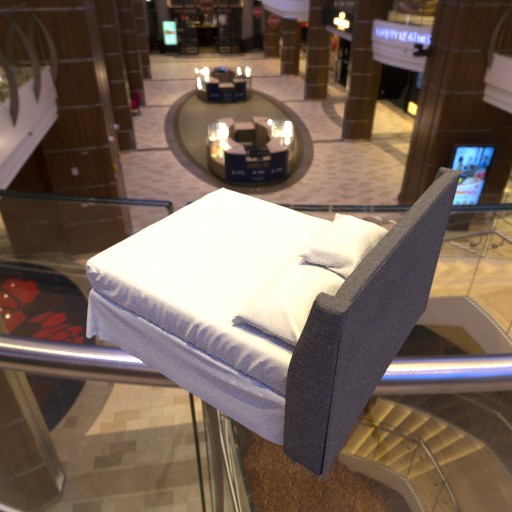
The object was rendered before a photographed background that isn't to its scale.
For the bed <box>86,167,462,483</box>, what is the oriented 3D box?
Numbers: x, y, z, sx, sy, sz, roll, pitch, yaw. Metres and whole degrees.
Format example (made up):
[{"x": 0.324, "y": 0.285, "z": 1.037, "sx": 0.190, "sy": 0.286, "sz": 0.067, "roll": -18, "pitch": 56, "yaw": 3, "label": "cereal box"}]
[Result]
[{"x": 0.000, "y": 0.000, "z": 3.393, "sx": 2.276, "sy": 1.332, "sz": 1.925, "roll": 21, "pitch": 39, "yaw": 29, "label": "bed"}]
